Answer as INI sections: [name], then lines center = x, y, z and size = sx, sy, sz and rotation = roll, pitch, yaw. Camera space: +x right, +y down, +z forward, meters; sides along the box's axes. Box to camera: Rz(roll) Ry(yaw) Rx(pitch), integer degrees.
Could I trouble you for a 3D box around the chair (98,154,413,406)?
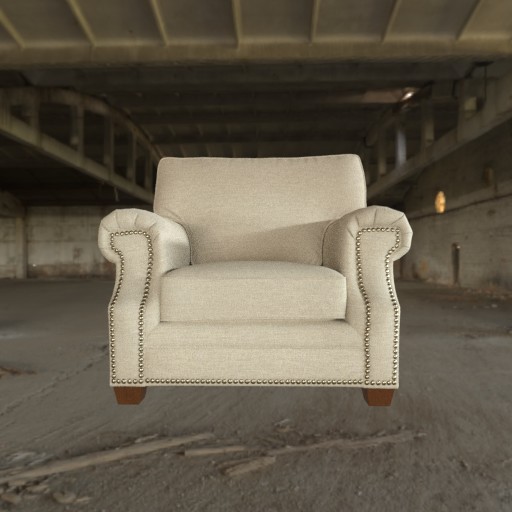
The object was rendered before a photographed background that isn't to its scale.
[chair]
center = 0.000, 0.000, 1.866
size = 1.092, 0.961, 0.965
rotation = 0, 0, 1
